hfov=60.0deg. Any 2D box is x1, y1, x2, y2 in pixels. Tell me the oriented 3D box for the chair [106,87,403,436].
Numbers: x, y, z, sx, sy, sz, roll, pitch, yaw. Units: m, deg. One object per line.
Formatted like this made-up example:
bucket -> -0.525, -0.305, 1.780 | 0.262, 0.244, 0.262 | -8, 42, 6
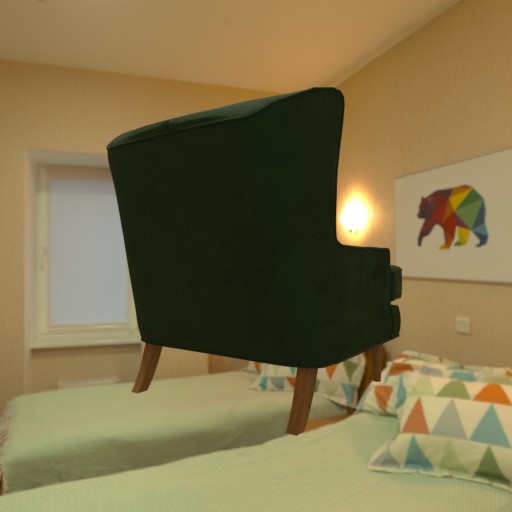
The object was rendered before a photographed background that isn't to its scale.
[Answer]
chair -> 0.000, 0.000, 1.592 | 0.793, 0.952, 0.910 | 0, -1, 36
